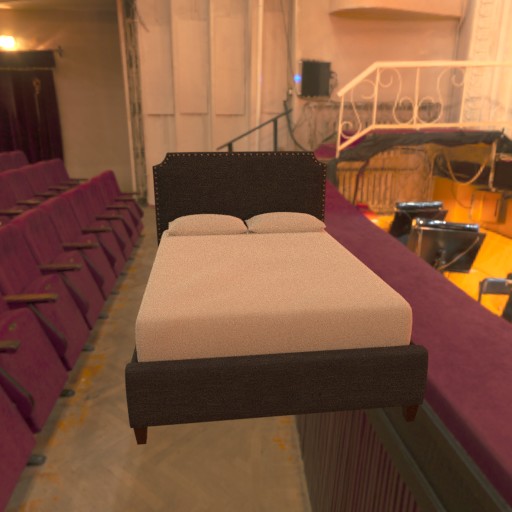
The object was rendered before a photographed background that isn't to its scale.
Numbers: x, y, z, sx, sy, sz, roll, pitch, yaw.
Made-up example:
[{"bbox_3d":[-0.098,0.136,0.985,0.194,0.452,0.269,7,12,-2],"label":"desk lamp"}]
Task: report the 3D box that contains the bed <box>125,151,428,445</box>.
[{"bbox_3d":[0.000,0.000,3.443,1.713,1.443,2.372,-2,17,-7],"label":"bed"}]
